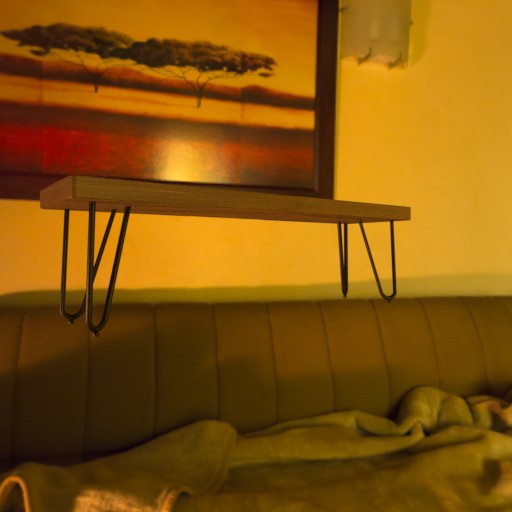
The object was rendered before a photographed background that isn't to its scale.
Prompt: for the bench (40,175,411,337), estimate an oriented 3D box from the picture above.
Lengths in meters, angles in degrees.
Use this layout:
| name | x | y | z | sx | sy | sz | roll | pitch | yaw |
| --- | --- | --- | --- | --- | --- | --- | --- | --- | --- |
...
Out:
| name | x | y | z | sx | sy | sz | roll | pitch | yaw |
| --- | --- | --- | --- | --- | --- | --- | --- | --- | --- |
| bench | 0.000 | 0.000 | 1.842 | 1.570 | 0.462 | 0.425 | -1 | 1 | -37 |
